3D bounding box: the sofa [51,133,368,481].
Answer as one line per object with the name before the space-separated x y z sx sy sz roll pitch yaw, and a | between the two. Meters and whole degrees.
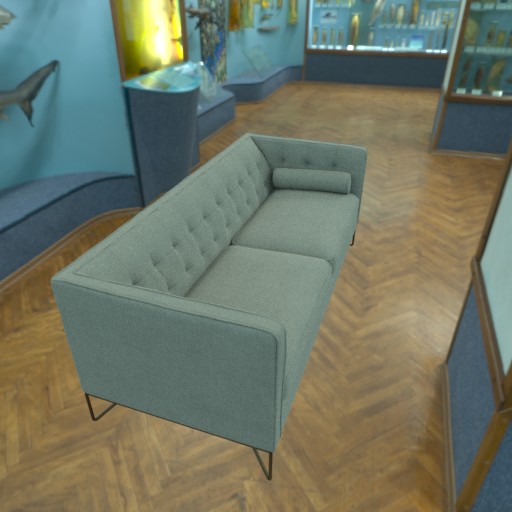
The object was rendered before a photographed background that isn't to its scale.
sofa | 0.000 0.000 2.537 0.912 0.798 2.079 11 33 17
